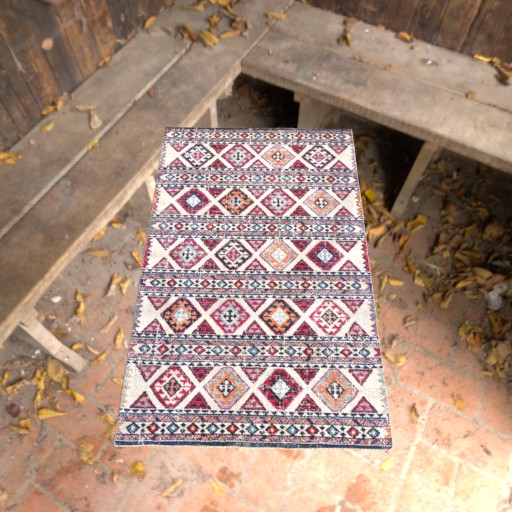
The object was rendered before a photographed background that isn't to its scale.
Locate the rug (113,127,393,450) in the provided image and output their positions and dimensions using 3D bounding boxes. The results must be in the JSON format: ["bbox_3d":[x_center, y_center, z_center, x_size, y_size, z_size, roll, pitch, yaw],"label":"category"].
[{"bbox_3d":[0.000,0.000,3.037,1.545,0.010,2.440,1,60,0],"label":"rug"}]
